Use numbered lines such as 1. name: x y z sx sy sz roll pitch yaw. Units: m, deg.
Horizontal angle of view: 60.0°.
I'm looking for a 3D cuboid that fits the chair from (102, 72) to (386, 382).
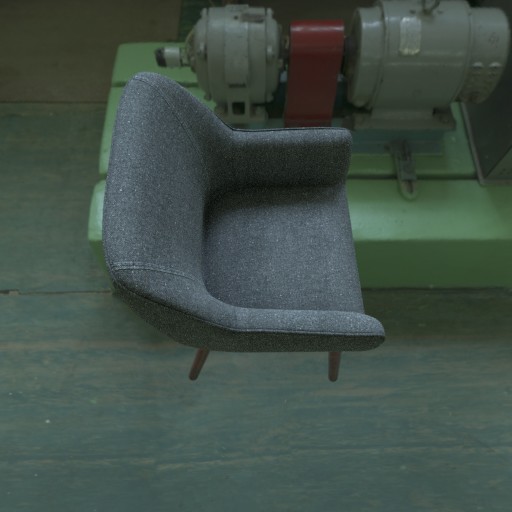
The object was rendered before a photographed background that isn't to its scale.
1. chair: 0.000 0.000 1.122 0.519 0.803 0.543 -2 64 -1
